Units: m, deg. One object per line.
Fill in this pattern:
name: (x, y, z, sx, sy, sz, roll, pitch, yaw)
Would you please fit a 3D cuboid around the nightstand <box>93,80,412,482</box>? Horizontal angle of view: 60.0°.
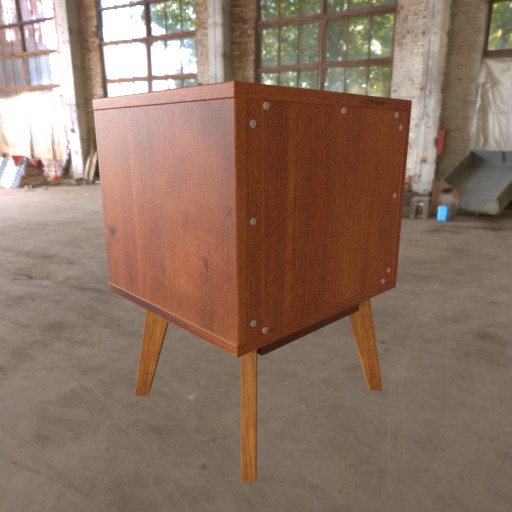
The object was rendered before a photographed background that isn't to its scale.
nightstand: (0.000, 0.000, 0.926, 0.460, 0.618, 0.411, -14, 21, -42)
